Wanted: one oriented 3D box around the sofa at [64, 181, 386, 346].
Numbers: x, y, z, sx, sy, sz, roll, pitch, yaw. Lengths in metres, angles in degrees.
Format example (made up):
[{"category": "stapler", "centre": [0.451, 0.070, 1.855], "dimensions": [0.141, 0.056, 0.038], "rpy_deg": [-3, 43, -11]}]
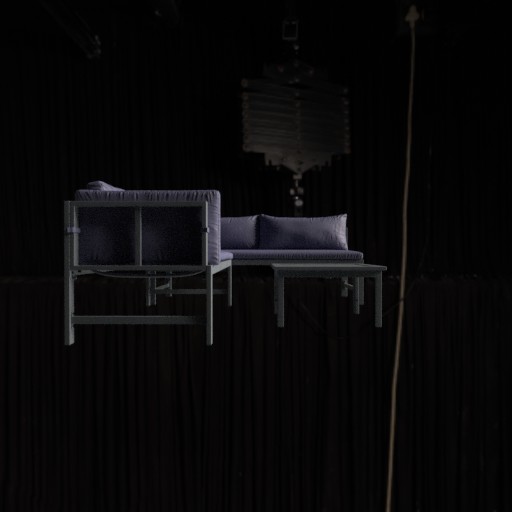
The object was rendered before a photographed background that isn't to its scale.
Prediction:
[{"category": "sofa", "centre": [0.000, 0.000, 2.985], "dimensions": [1.658, 0.762, 2.149], "rpy_deg": [0, 0, 0]}]
